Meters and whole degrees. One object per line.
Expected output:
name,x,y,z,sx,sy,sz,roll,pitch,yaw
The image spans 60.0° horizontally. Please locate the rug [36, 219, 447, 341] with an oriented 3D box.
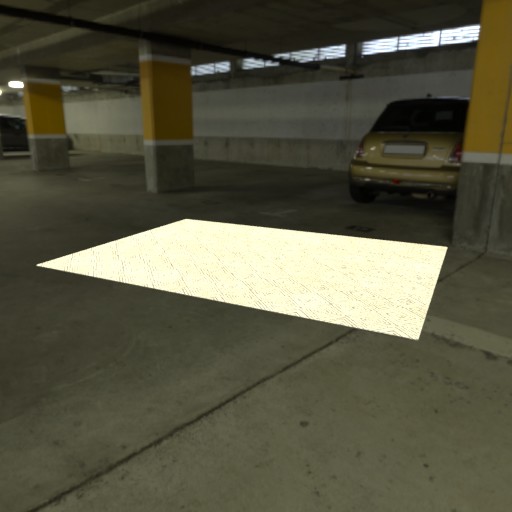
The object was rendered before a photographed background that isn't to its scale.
rug,0.000,0.000,2.934,2.238,0.008,1.593,8,18,25
